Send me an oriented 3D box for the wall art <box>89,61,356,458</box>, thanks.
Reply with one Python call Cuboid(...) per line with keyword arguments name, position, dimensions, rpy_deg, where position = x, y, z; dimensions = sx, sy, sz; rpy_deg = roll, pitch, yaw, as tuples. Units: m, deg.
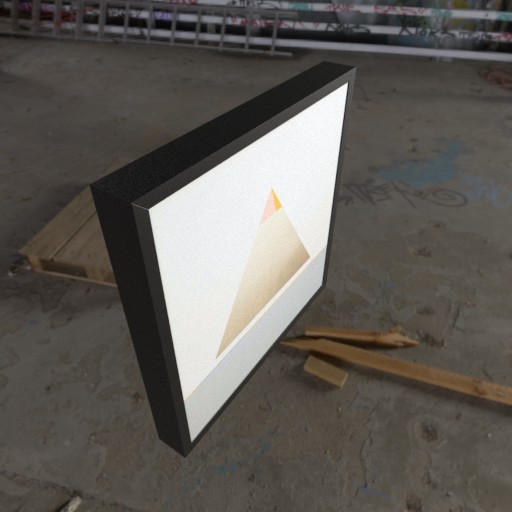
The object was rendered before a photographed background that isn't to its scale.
Cuboid(name="wall art", position=(0.000, 0.000, 0.453), dimensions=(0.037, 0.303, 0.304), rpy_deg=(24, 45, 26))
